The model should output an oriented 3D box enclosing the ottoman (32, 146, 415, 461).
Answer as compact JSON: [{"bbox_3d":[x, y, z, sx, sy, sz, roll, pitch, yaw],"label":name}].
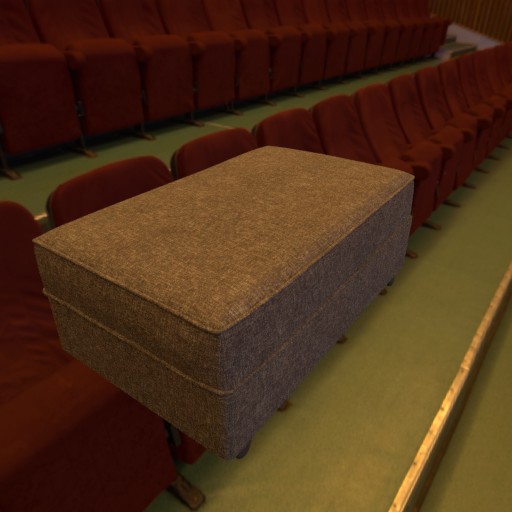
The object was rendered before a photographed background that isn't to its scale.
[{"bbox_3d":[0.000,0.000,1.535,0.717,0.487,1.184,20,35,31],"label":"ottoman"}]
